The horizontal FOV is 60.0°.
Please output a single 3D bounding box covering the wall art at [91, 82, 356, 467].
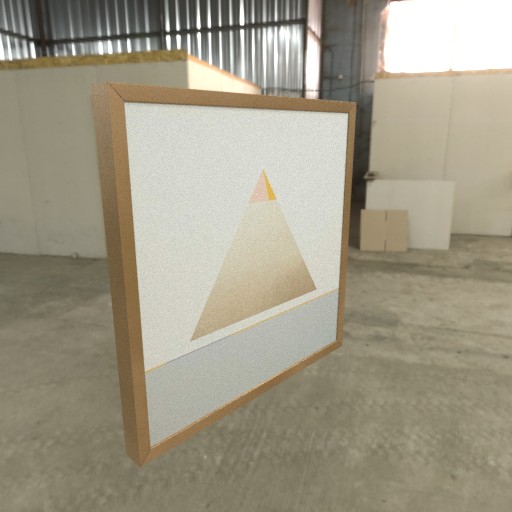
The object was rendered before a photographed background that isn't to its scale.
[{"bbox_3d":[0.000,0.000,0.749,0.038,0.511,0.513,15,21,42],"label":"wall art"}]
